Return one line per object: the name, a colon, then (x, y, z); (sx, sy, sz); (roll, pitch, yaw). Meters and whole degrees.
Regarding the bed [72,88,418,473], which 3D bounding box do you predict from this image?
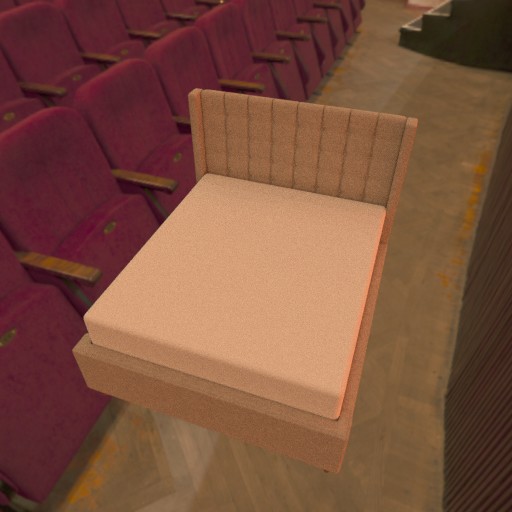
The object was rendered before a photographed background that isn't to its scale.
bed: (0.000, 0.000, 3.674); (2.045, 1.743, 2.370); (13, 43, 15)
